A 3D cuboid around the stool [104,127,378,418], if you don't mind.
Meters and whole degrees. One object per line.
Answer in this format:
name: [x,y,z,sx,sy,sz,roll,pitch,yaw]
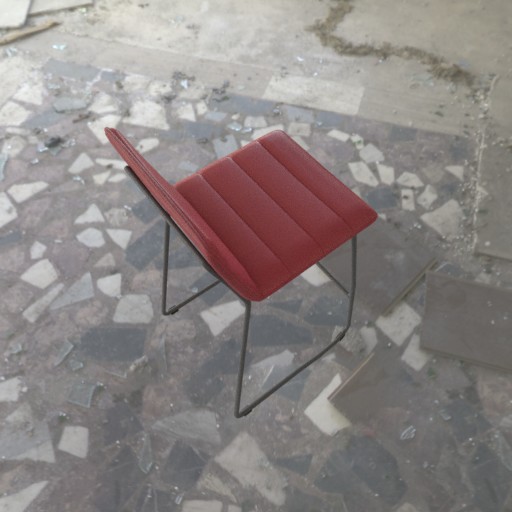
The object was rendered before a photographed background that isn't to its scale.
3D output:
stool: [0.000,0.000,1.263,0.524,0.937,0.489,-32,63,-19]
